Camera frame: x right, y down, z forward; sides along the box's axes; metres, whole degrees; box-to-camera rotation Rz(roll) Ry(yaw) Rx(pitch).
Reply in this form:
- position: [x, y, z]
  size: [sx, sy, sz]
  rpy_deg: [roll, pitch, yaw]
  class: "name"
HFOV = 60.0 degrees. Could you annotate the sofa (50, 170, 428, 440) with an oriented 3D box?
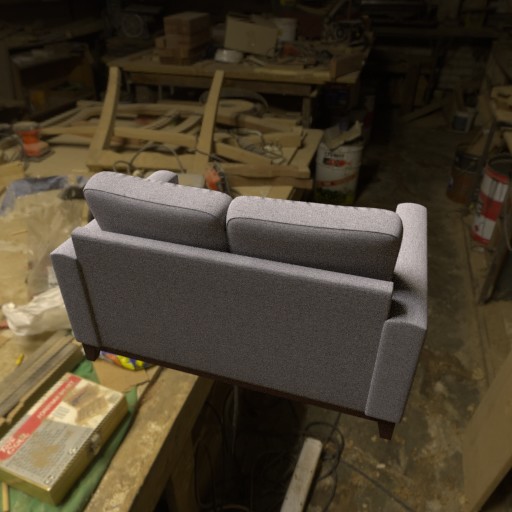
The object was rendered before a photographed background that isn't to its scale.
- position: [0.000, 0.000, 2.000]
  size: [1.420, 0.873, 0.917]
  rpy_deg: [10, 35, 15]
  class: "sofa"
